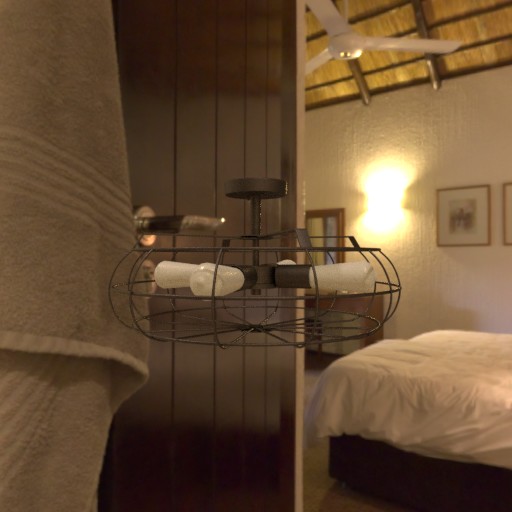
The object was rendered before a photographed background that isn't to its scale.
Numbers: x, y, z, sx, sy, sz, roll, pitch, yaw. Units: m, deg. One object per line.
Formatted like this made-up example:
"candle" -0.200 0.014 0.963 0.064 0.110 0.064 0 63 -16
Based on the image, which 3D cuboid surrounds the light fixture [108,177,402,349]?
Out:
"light fixture" 0.000 0.000 0.932 0.582 0.311 0.582 0 -1 0
